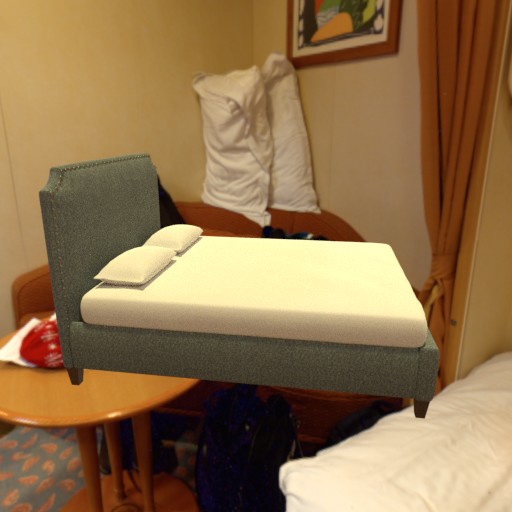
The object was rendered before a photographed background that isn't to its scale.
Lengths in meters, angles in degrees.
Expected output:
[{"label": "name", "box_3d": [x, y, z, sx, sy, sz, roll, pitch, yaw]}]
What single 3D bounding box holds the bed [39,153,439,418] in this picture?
[{"label": "bed", "box_3d": [0.000, 0.000, 3.383, 2.372, 1.443, 1.712, 3, 17, 9]}]
